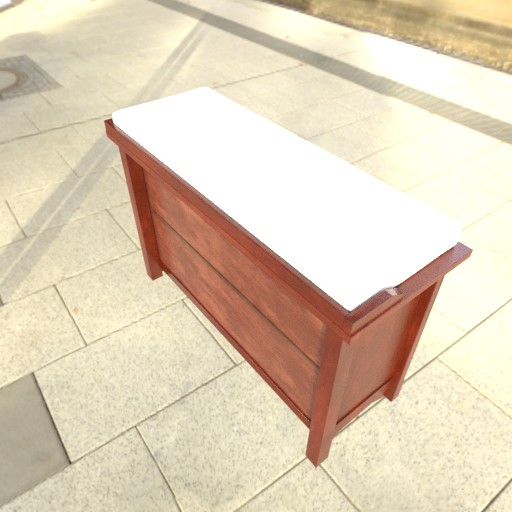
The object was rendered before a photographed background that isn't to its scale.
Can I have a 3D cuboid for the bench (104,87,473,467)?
[{"bbox_3d":[0.000,0.000,1.296,0.369,0.646,0.987,-28,48,-28],"label":"bench"}]
